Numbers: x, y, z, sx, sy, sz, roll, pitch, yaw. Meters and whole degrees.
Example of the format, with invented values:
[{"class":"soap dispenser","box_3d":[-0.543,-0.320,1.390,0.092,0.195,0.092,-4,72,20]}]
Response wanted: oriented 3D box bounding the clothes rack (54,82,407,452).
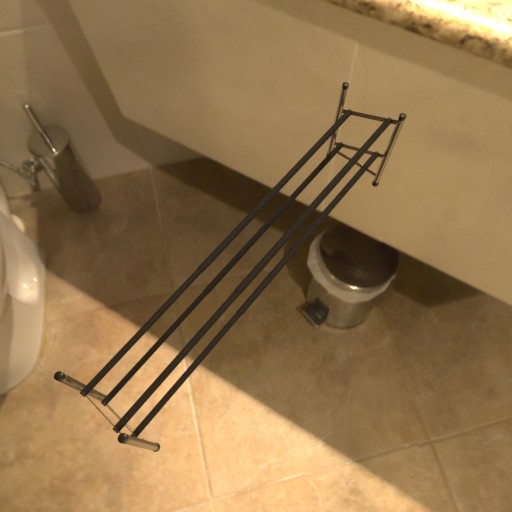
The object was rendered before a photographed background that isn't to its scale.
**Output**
[{"class":"clothes rack","box_3d":[0.000,0.000,1.307,0.229,0.349,1.168,36,69,16]}]
